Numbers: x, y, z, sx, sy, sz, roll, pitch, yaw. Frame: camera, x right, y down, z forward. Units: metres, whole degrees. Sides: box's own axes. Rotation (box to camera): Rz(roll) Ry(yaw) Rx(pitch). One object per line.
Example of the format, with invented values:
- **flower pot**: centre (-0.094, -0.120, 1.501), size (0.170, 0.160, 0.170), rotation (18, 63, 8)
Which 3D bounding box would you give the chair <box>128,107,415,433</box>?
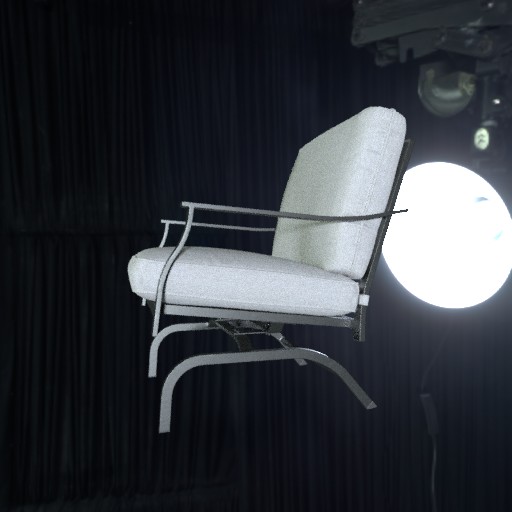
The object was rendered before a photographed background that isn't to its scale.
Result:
- **chair**: centre (0.000, 0.000, 1.422), size (0.787, 0.860, 0.650), rotation (0, 1, -17)
